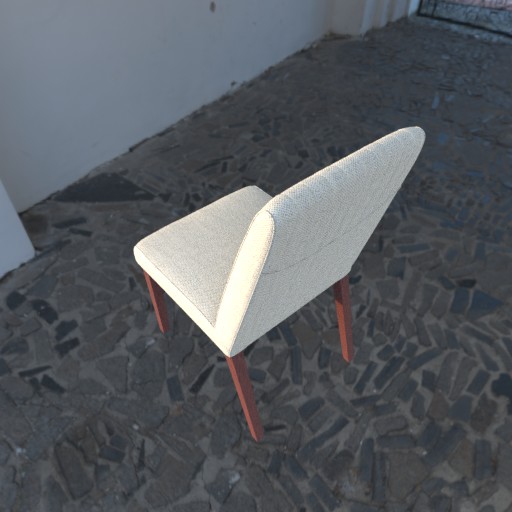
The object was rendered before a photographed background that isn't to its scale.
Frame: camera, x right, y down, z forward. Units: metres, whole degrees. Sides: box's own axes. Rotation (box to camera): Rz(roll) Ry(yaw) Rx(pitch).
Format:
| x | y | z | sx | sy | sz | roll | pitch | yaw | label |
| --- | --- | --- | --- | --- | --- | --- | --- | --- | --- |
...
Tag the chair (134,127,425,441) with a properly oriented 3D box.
| x | y | z | sx | sy | sz | roll | pitch | yaw | label |
| --- | --- | --- | --- | --- | --- | --- | --- | --- | --- |
| 0.000 | 0.000 | 1.254 | 0.480 | 0.900 | 0.594 | -31 | 53 | -28 | chair |
